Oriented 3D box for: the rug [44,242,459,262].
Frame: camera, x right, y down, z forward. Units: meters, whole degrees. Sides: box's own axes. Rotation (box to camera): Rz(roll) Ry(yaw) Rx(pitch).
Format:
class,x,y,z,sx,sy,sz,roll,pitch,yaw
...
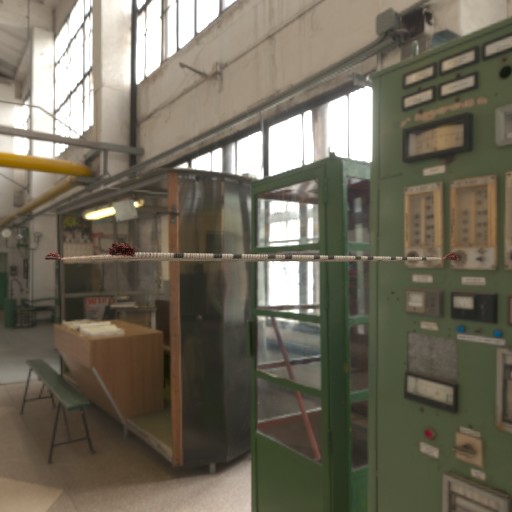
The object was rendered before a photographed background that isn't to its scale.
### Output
class,x,y,z,sx,sy,sz,roll,pitch,yaw
rug,0.000,0.000,3.333,2.672,0.066,1.741,1,-1,-35
